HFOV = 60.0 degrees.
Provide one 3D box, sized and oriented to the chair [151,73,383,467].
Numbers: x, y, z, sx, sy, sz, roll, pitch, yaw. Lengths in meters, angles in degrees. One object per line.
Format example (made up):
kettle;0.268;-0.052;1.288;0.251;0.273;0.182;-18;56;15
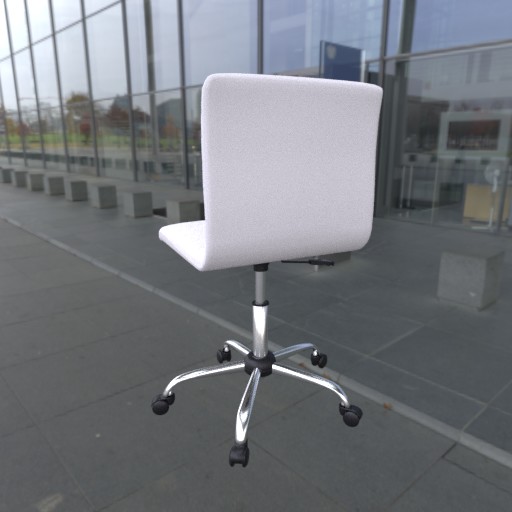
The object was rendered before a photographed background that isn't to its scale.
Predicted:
chair;0.000;0.000;1.047;0.520;0.750;0.455;-7;16;-26
